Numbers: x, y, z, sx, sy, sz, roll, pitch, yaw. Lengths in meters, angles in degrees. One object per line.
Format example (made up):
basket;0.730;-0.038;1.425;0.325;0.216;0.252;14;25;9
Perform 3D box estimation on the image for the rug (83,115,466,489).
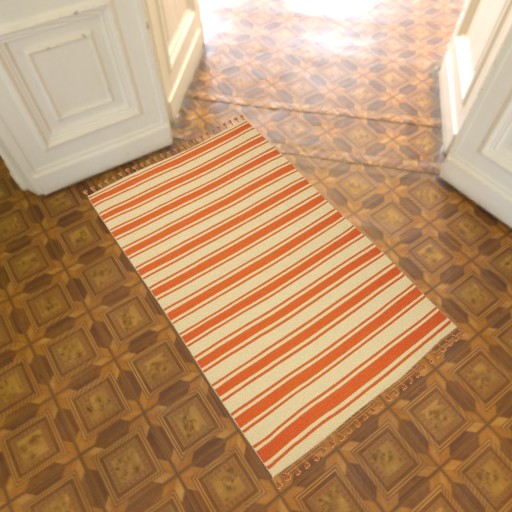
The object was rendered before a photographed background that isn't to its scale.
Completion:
rug;0.000;0.000;2.562;1.232;0.017;2.092;-31;63;-18
